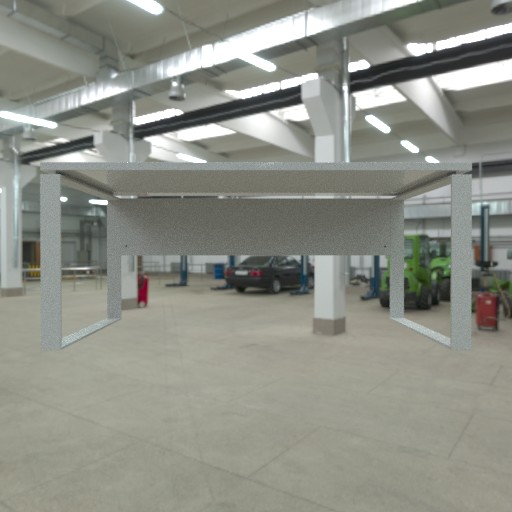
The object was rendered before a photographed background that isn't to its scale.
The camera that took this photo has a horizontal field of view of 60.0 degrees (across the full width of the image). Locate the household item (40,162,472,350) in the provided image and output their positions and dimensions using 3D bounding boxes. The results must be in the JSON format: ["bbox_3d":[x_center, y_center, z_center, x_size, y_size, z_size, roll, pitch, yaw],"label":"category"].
[{"bbox_3d":[0.000,0.000,2.148,1.700,0.745,0.800,0,1,0],"label":"household item"}]
